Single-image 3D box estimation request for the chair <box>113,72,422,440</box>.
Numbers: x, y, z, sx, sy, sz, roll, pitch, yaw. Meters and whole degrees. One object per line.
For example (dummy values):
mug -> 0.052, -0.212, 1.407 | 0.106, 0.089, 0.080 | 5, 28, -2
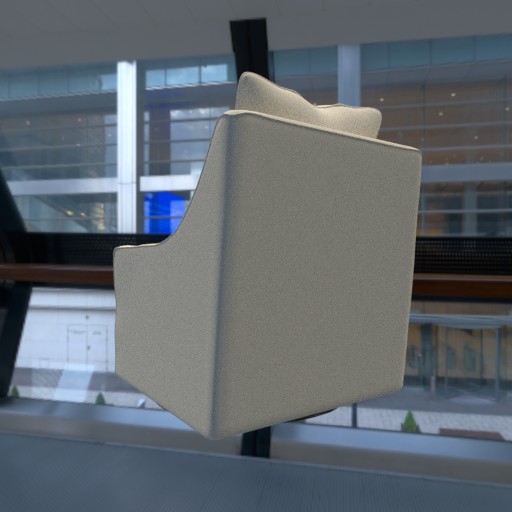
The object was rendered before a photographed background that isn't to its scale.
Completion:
chair -> 0.000, 0.000, 1.578 | 0.756, 0.965, 0.876 | 0, 0, -35
